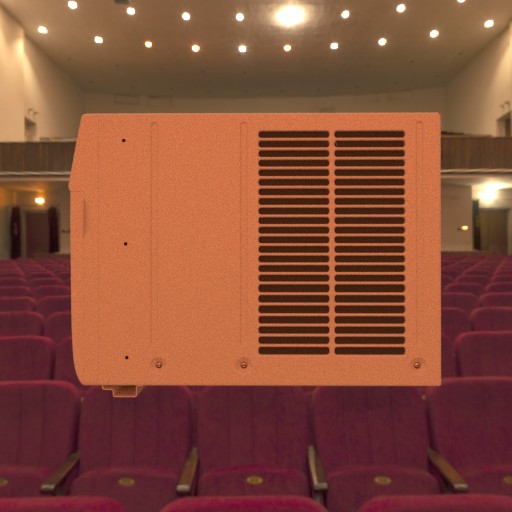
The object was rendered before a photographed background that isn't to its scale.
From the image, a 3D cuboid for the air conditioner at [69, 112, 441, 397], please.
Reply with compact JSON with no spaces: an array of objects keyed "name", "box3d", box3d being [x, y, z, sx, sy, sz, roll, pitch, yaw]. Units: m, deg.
[{"name":"air conditioner","box3d":[0.000,0.000,1.027,0.599,0.455,0.645,0,0,1]}]
